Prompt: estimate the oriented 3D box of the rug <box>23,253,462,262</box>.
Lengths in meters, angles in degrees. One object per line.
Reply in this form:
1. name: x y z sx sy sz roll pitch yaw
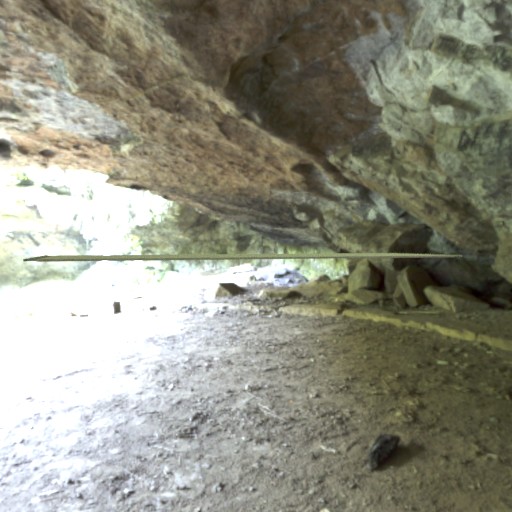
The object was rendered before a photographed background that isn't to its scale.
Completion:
1. rug: 0.000 0.000 2.839 2.544 0.015 0.795 0 2 -18
